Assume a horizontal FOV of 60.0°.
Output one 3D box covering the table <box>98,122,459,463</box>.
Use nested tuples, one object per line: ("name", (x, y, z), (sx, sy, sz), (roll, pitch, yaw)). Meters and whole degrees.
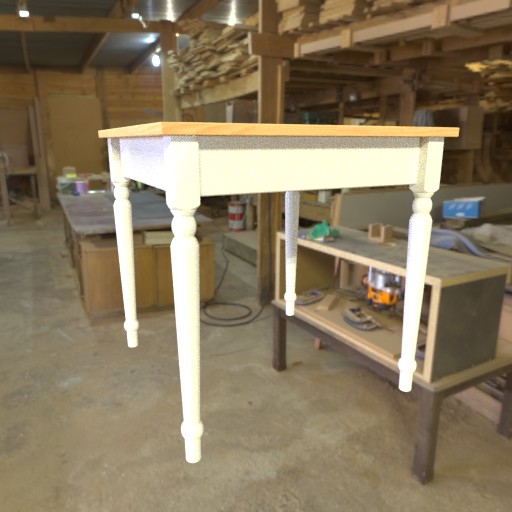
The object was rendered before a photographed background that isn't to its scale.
("table", (0.000, 0.000, 1.343), (0.747, 0.738, 0.747), (-7, 16, -26))
